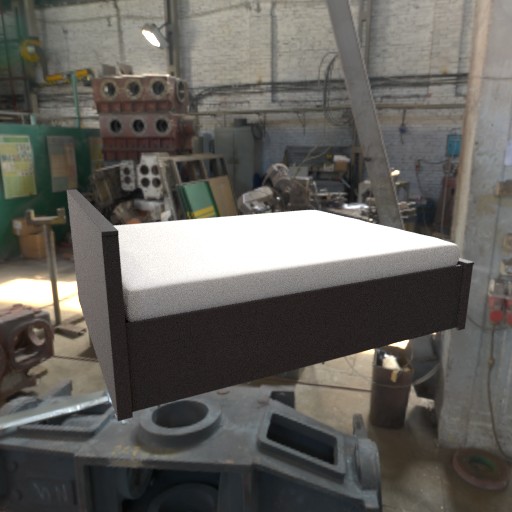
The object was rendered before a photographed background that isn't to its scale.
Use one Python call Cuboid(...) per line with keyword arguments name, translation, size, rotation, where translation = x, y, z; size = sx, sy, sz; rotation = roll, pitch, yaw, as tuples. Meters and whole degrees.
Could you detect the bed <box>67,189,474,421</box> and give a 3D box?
Cuboid(name="bed", translation=(0.000, 0.000, 2.909), size=(2.103, 0.808, 1.634), rotation=(-7, 16, -26))
